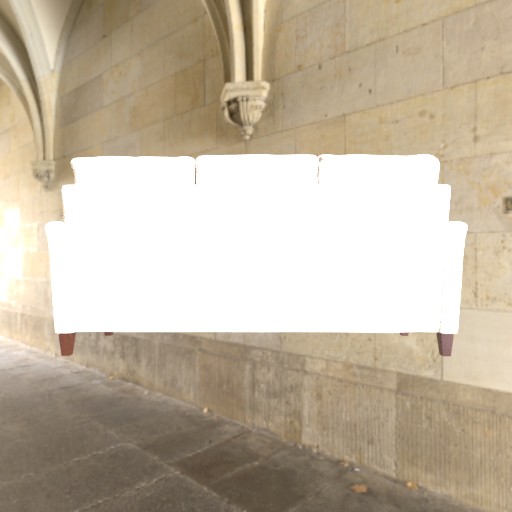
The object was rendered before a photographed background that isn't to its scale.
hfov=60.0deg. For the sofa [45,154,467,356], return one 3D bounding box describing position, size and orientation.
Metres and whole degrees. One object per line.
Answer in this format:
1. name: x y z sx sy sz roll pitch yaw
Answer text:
1. sofa: 0.000 0.000 2.380 1.925 0.961 0.828 0 -1 0
